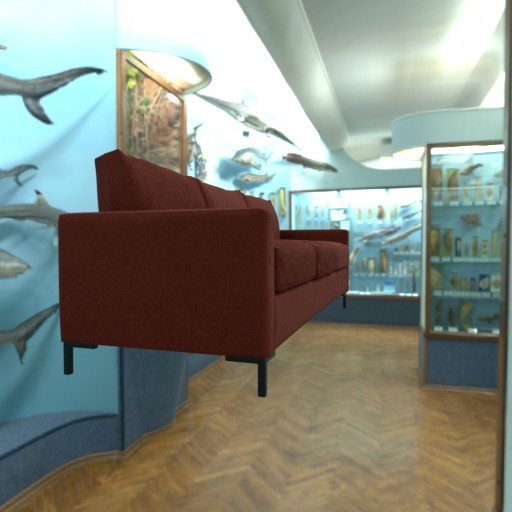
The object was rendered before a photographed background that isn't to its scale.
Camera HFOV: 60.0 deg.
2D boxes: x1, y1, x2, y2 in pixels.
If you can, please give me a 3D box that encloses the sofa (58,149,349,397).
[{"bbox_3d":[0.000,0.000,2.611,0.875,0.879,2.252,0,2,18],"label":"sofa"}]
